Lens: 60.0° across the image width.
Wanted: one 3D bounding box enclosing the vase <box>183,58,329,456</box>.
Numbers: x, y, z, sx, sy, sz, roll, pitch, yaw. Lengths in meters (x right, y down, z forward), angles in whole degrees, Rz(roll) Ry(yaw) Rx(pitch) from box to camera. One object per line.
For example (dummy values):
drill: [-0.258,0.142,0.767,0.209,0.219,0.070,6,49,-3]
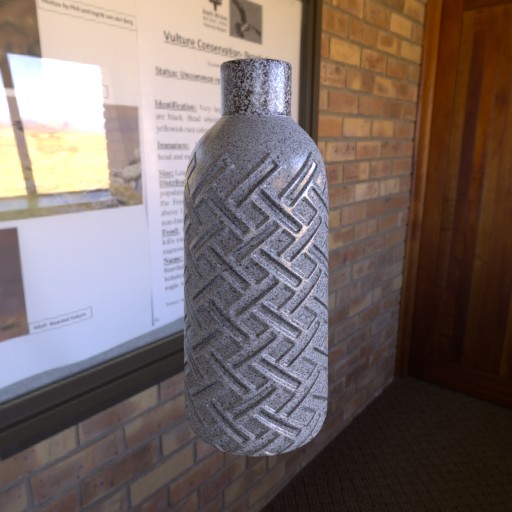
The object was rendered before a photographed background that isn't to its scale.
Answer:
vase: [0.000,0.000,0.352,0.122,0.282,0.122,0,14,0]
